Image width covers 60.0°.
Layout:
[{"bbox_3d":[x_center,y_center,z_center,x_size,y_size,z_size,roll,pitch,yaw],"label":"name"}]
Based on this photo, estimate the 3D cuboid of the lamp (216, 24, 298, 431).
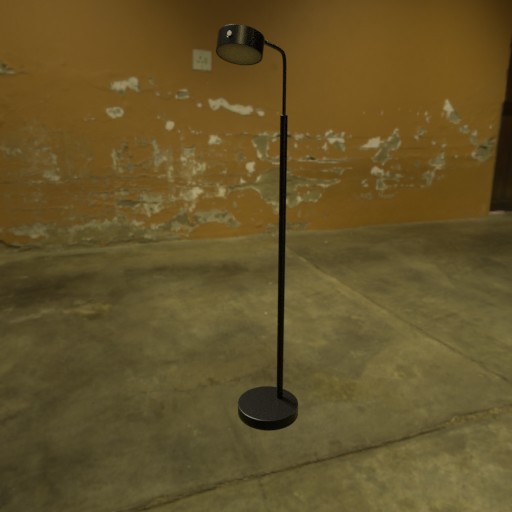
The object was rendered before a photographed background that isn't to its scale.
[{"bbox_3d":[0.000,0.000,1.381,0.219,1.230,0.418,7,16,25],"label":"lamp"}]
